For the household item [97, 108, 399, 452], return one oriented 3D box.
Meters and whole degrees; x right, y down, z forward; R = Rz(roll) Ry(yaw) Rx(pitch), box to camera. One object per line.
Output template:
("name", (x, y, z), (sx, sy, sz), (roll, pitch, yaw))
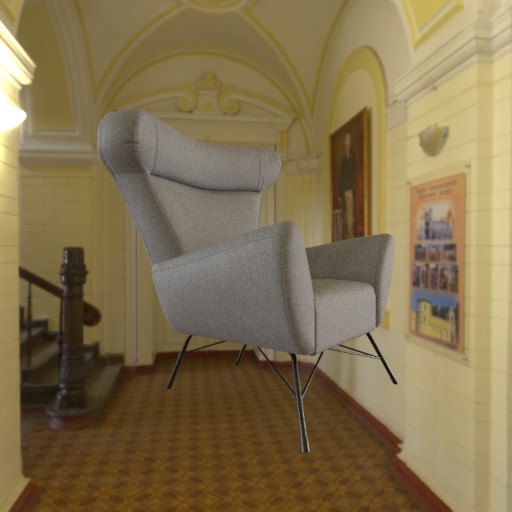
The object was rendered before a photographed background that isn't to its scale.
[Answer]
("household item", (0.000, 0.000, 1.763), (0.900, 1.050, 0.980), (1, 1, 36))
